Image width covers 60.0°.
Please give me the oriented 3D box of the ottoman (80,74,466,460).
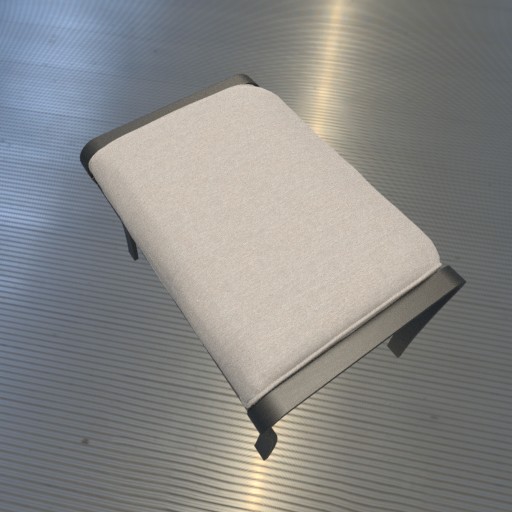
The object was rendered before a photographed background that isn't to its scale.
[{"bbox_3d":[0.000,0.000,0.906,0.406,0.422,0.610,-31,64,-17],"label":"ottoman"}]
